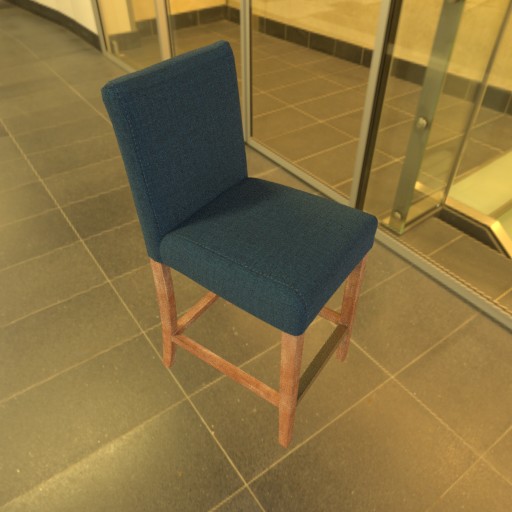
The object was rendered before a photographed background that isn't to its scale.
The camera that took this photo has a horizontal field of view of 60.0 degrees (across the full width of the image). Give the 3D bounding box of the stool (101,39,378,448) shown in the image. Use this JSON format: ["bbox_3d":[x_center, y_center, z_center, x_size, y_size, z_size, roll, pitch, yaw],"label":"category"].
[{"bbox_3d":[0.000,0.000,1.317,0.567,1.039,0.454,24,46,26],"label":"stool"}]
